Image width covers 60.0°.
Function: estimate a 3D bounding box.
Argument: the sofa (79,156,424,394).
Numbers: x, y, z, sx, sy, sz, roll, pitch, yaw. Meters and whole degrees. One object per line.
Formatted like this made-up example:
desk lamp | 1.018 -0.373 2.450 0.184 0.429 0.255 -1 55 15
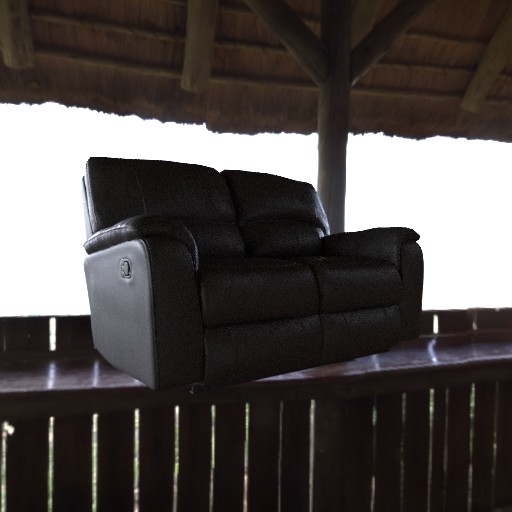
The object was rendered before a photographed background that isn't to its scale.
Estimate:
sofa | 0.000 0.000 2.471 1.765 1.111 1.104 -1 1 -36
